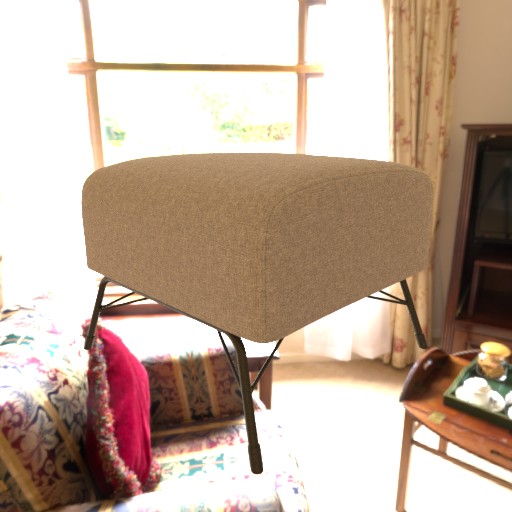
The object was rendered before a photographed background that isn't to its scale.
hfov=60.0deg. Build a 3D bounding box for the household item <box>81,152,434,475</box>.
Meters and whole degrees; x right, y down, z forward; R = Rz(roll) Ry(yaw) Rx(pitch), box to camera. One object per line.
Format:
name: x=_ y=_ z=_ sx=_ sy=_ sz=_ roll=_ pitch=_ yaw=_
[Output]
household item: x=0.000 y=0.000 z=0.902 sx=0.530 sy=0.410 sz=0.530 roll=15 pitch=21 yaw=43
